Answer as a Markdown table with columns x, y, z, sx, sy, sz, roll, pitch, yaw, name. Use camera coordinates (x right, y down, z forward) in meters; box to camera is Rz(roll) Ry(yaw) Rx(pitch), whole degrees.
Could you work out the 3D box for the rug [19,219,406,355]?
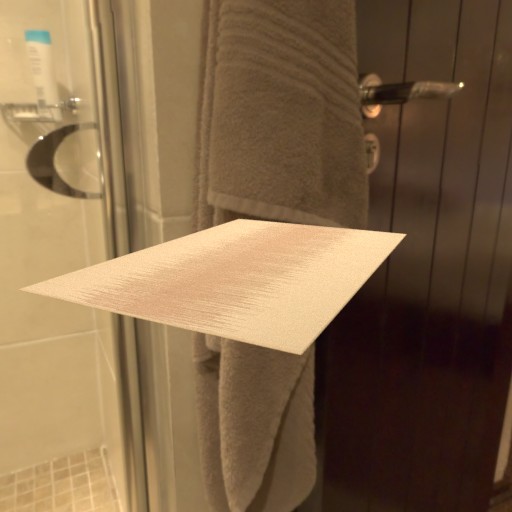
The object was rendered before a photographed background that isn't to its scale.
| x | y | z | sx | sy | sz | roll | pitch | yaw | name |
| --- | --- | --- | --- | --- | --- | --- | --- | --- | --- |
| 0.000 | 0.000 | 2.327 | 1.234 | 0.006 | 1.850 | 7 | 17 | 26 | rug |
